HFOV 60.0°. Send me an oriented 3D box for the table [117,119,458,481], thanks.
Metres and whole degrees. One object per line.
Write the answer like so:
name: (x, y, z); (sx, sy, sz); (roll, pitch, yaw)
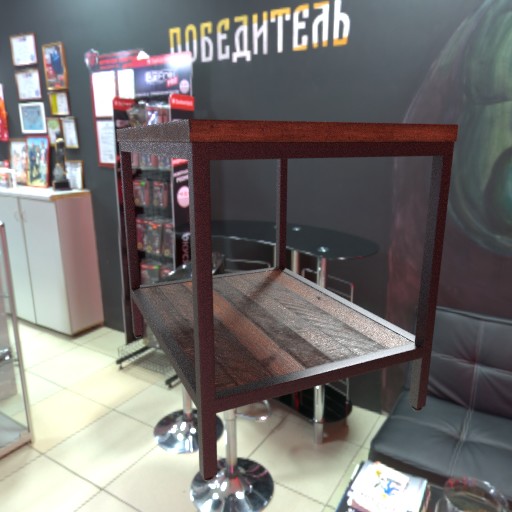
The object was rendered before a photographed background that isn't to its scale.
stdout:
table: (0.000, 0.000, 1.098); (0.524, 0.612, 0.678); (-7, 16, -24)
